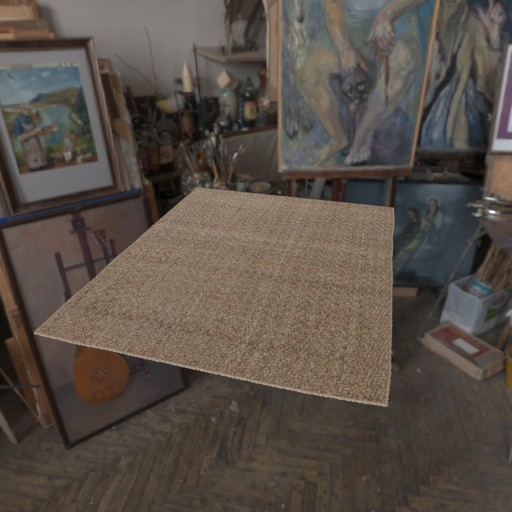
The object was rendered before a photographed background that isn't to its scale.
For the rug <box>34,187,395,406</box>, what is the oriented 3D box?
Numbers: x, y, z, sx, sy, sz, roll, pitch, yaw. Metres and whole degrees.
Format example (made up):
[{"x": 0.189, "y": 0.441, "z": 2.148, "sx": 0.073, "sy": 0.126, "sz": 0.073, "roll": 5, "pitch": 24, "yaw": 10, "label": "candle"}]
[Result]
[{"x": 0.000, "y": 0.000, "z": 4.067, "sx": 2.439, "sy": 0.013, "sz": 3.048, "roll": 8, "pitch": 30, "yaw": 14, "label": "rug"}]
